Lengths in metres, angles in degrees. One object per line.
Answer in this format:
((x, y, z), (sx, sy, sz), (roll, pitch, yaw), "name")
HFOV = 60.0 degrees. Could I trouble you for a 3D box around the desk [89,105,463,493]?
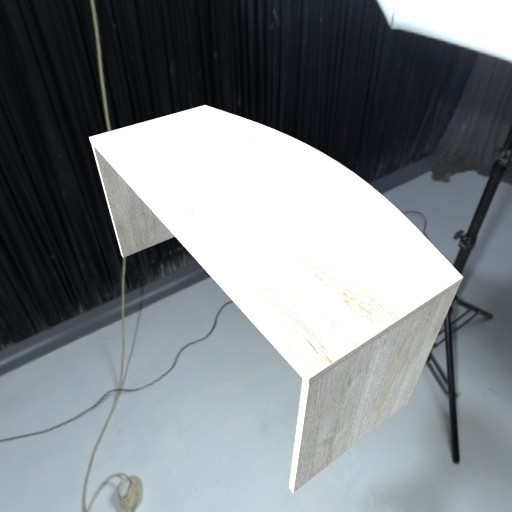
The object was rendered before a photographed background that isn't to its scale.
((0.000, 0.000, 2.031), (0.802, 0.752, 1.600), (-25, 48, -25), "desk")
